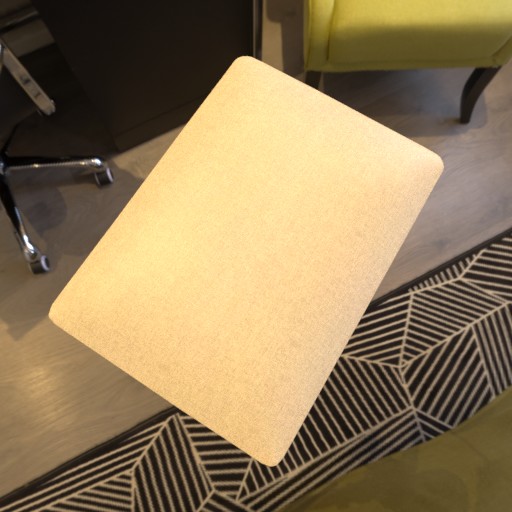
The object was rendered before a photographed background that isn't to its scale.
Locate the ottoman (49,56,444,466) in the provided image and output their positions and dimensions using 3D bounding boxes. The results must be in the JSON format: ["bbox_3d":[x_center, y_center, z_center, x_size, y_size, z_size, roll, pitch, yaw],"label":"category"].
[{"bbox_3d":[0.000,0.000,1.235,0.619,0.504,0.843,31,77,8],"label":"ottoman"}]
